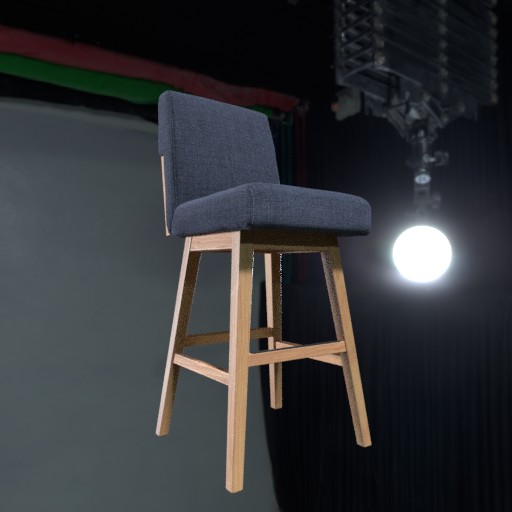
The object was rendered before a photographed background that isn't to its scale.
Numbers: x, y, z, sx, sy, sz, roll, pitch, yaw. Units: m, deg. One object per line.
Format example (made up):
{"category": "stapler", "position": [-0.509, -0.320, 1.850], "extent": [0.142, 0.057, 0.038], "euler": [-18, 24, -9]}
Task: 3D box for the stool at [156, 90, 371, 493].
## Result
{"category": "stool", "position": [0.000, 0.000, 1.371], "extent": [0.483, 1.112, 0.570], "euler": [1, -2, -35]}
